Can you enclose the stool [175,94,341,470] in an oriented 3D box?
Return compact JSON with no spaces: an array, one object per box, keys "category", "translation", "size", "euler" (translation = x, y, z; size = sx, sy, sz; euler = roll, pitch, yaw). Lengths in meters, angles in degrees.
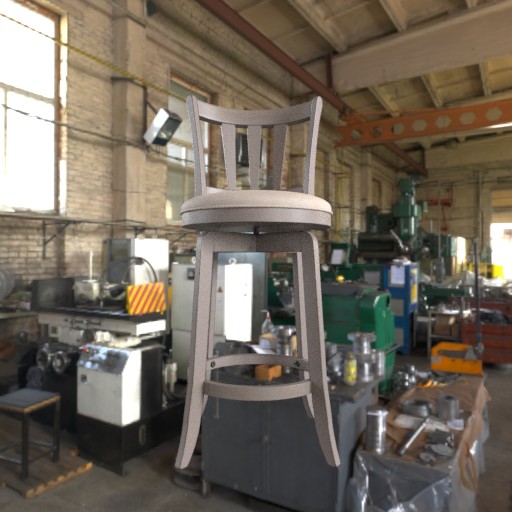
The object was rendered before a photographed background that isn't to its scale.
[{"category":"stool","translation":[0.000,0.000,1.266],"size":[0.436,1.023,0.475],"euler":[0,0,-2]}]
